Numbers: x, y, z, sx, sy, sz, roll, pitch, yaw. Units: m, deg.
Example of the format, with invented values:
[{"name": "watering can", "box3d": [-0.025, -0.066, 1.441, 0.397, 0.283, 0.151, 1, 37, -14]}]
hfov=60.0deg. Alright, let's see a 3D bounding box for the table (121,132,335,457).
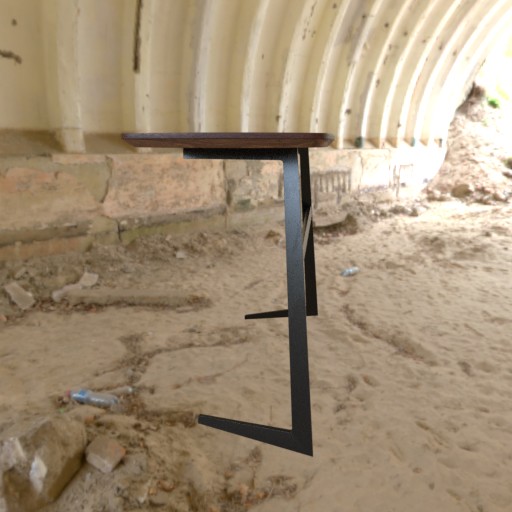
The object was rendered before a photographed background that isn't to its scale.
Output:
[{"name": "table", "box3d": [0.000, 0.000, 1.107, 0.361, 0.576, 0.804, 2, 14, 8]}]
